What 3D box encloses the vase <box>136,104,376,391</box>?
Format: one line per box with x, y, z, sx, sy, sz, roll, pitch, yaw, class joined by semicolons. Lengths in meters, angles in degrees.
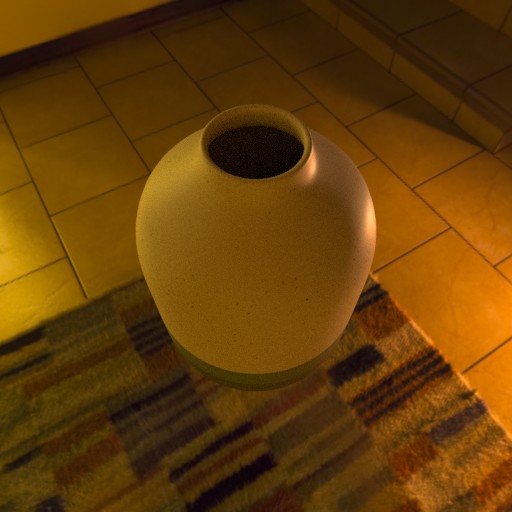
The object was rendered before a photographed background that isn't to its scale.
0.000;0.000;0.348;0.169;0.240;0.169;0;58;0;vase
